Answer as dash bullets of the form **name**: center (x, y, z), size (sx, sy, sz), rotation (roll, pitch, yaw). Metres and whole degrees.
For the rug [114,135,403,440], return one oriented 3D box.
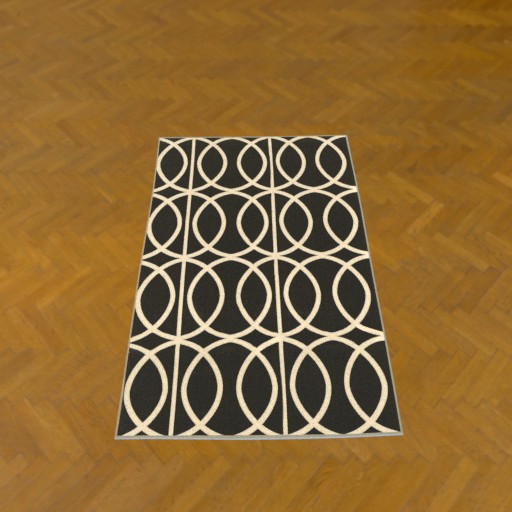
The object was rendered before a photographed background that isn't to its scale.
- **rug**: center (0.000, 0.000, 2.947), size (1.528, 0.014, 2.294), rotation (-1, 57, -1)
